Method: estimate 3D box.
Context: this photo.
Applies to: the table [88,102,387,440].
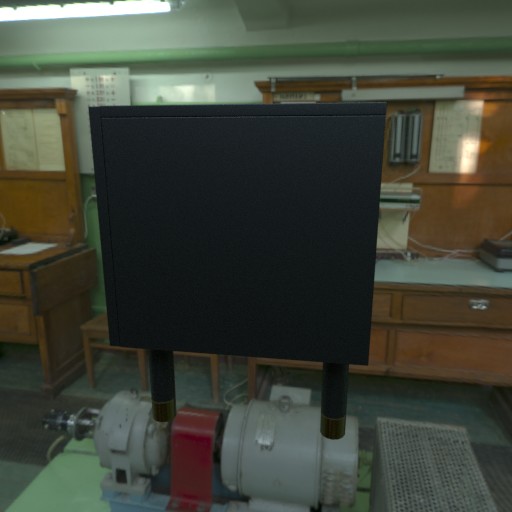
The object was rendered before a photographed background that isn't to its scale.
[{"bbox_3d":[0.000,0.000,0.964,0.441,0.584,0.564,2,15,9],"label":"table"}]
